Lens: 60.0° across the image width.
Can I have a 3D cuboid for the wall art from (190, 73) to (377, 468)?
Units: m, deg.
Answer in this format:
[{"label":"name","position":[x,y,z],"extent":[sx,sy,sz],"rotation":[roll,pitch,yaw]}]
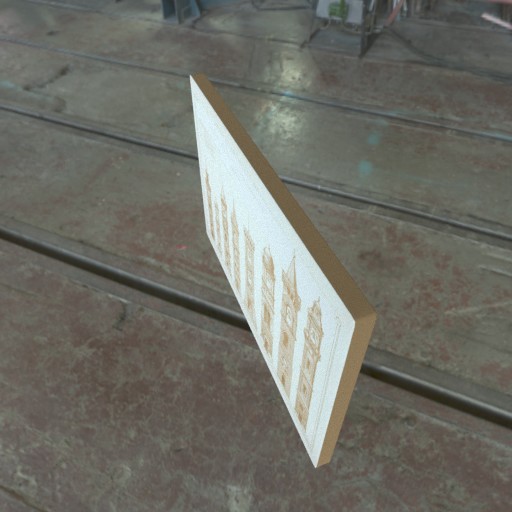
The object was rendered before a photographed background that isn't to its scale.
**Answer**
[{"label":"wall art","position":[0.000,0.000,0.488],"extent":[0.019,0.254,0.380],"rotation":[-16,48,-15]}]
